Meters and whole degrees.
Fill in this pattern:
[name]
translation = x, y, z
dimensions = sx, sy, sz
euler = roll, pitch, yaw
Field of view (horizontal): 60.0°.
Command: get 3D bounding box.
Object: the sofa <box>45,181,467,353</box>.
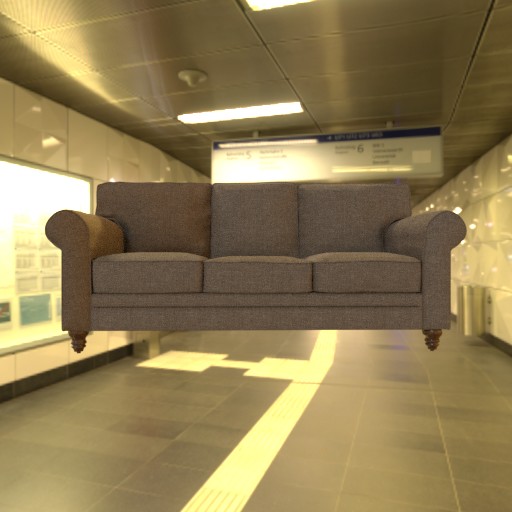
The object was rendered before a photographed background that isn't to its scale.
[sofa]
translation = 0.000, 0.000, 2.589
dimensions = 2.084, 0.961, 0.916
euler = 0, 0, -1
